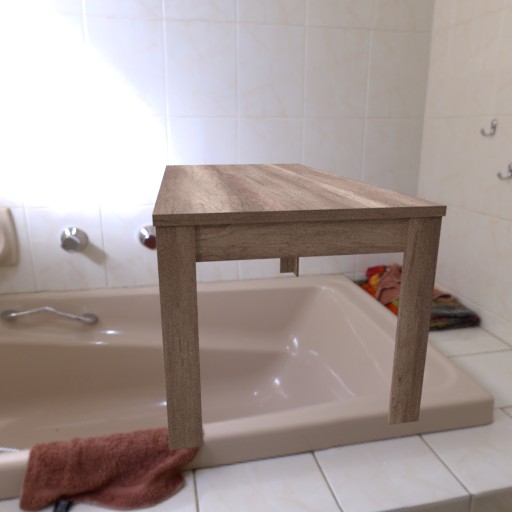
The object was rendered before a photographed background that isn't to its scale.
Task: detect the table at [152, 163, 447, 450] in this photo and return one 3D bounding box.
[{"bbox_3d":[0.000,0.000,2.272,0.900,0.790,1.800,-3,16,-9],"label":"table"}]
